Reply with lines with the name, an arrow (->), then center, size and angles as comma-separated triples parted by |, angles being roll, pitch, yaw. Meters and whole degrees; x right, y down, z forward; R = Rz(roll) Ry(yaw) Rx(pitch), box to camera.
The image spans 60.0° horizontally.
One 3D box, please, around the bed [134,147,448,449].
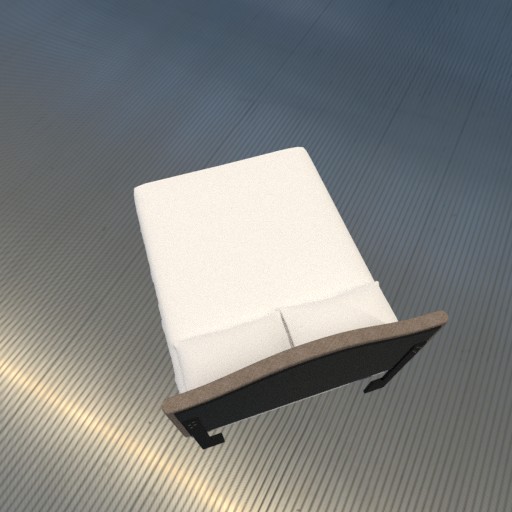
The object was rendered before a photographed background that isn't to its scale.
bed -> 0.000, 0.000, 3.356 | 1.713, 1.518, 2.153 | -16, 61, -9
